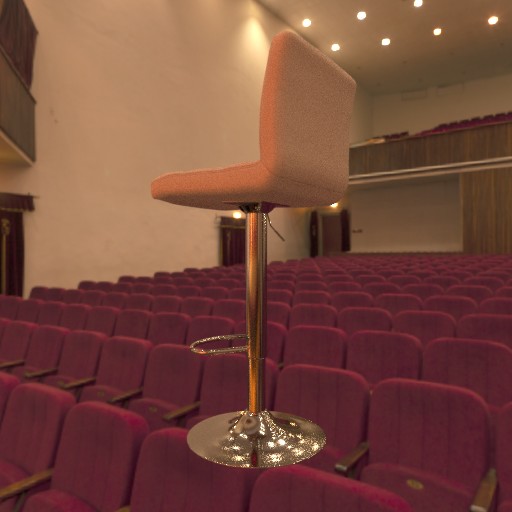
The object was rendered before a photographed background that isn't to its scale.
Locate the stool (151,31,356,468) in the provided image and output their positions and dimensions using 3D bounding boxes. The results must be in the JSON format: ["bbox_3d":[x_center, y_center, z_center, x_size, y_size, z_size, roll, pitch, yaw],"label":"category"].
[{"bbox_3d":[0.000,0.000,1.367,0.505,1.115,0.430,0,0,36],"label":"stool"}]
